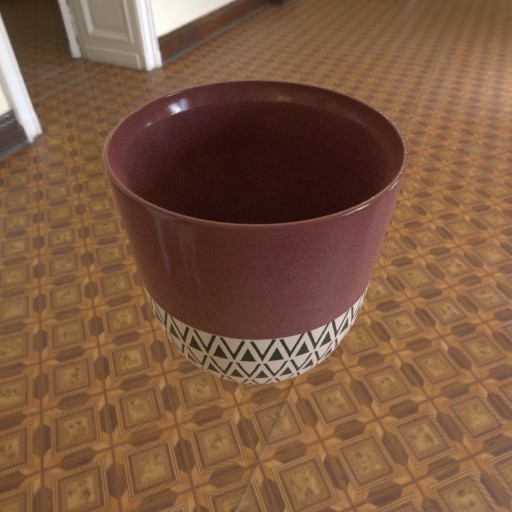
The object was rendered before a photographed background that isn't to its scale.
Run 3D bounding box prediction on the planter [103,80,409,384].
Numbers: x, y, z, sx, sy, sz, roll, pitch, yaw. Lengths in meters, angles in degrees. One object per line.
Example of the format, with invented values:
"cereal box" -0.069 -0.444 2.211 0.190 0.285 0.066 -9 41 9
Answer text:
"planter" 0.000 0.000 0.362 0.195 0.214 0.195 0 42 0
